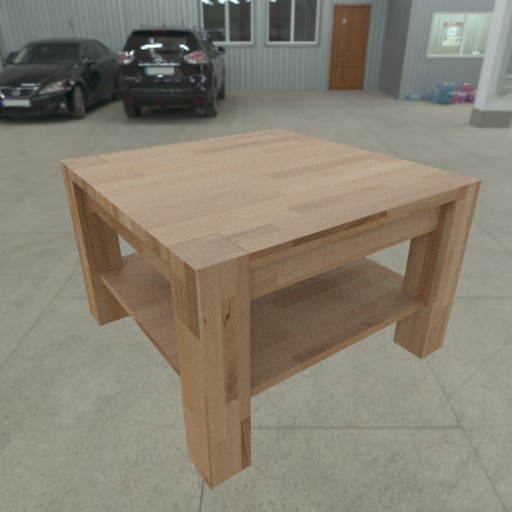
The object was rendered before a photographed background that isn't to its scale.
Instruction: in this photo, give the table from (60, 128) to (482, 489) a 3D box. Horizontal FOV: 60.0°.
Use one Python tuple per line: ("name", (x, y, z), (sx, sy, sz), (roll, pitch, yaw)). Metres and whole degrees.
("table", (0.000, 0.000, 1.131), (0.700, 0.451, 0.700), (-18, 32, -31))
